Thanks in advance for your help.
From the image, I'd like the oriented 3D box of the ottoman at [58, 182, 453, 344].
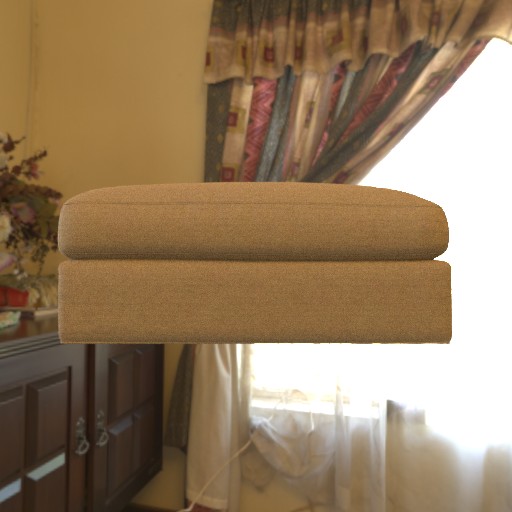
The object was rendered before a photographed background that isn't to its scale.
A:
[{"bbox_3d":[0.000,0.000,1.646,1.041,0.470,1.041,0,-1,1],"label":"ottoman"}]
